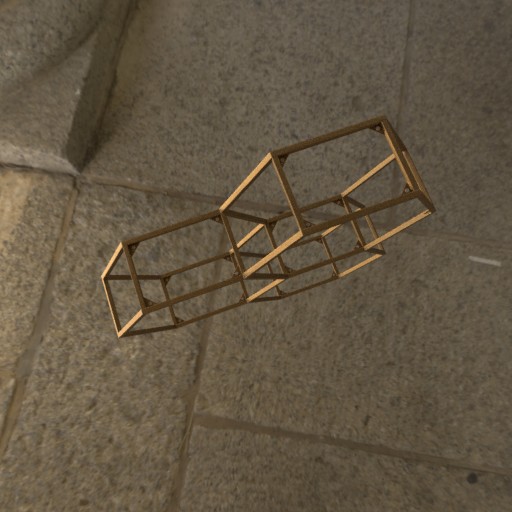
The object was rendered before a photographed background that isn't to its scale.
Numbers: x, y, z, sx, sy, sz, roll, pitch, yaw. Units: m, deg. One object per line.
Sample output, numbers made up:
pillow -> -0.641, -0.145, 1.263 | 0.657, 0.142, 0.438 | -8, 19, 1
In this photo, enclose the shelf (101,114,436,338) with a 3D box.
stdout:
shelf -> 0.000, 0.000, 1.038 | 0.708, 0.701, 0.150 | -19, 77, -5
